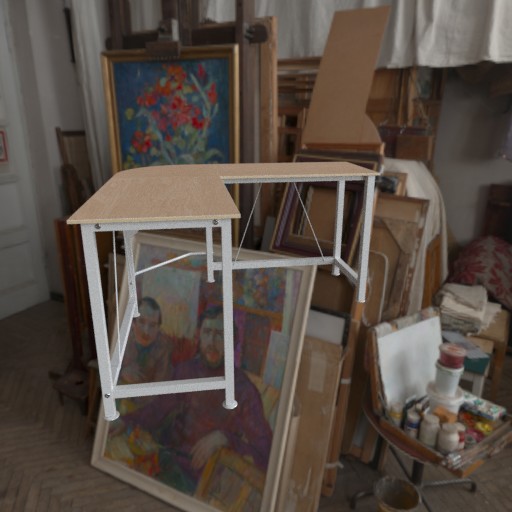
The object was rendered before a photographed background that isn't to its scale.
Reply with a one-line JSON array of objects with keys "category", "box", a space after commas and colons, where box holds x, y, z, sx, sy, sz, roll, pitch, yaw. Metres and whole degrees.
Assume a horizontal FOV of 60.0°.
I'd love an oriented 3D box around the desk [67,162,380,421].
[{"category": "desk", "box": [0.000, 0.000, 2.247, 1.400, 0.762, 1.400, -3, 19, -8]}]
